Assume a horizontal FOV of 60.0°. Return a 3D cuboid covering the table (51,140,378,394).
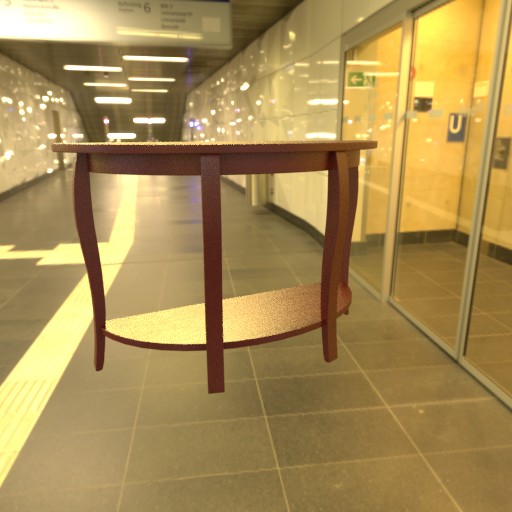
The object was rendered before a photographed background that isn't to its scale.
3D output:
[{"bbox_3d":[0.000,0.000,1.570,1.219,0.779,0.405,-8,17,-26],"label":"table"}]
